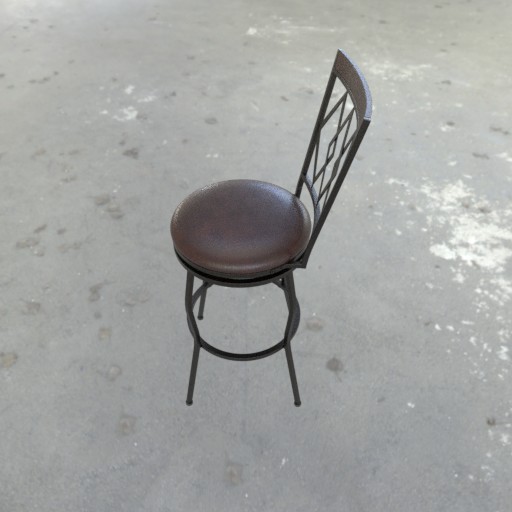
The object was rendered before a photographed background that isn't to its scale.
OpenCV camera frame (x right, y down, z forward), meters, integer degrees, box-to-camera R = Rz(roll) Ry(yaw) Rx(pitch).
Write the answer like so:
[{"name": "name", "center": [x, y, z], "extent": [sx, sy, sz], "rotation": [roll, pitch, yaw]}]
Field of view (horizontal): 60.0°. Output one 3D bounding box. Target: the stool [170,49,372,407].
[{"name": "stool", "center": [0.000, 0.000, 1.421], "extent": [0.521, 1.134, 0.432], "rotation": [0, 43, 0]}]
